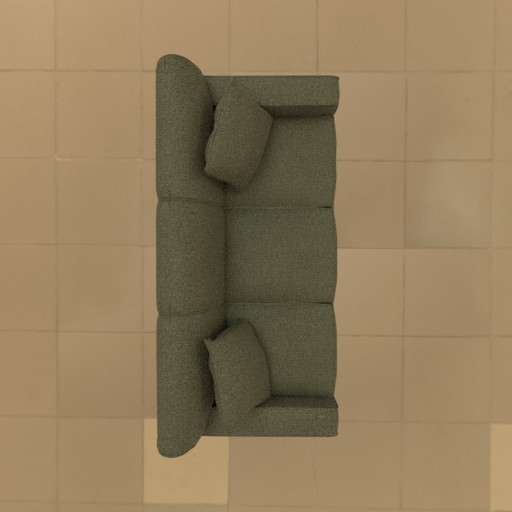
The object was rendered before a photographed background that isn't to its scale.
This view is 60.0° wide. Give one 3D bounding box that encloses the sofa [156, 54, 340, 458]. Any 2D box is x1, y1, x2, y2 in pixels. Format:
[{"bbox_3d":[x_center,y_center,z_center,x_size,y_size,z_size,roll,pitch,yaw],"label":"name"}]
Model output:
[{"bbox_3d":[0.000,0.000,2.616,0.997,0.958,2.024,0,91,1],"label":"sofa"}]
